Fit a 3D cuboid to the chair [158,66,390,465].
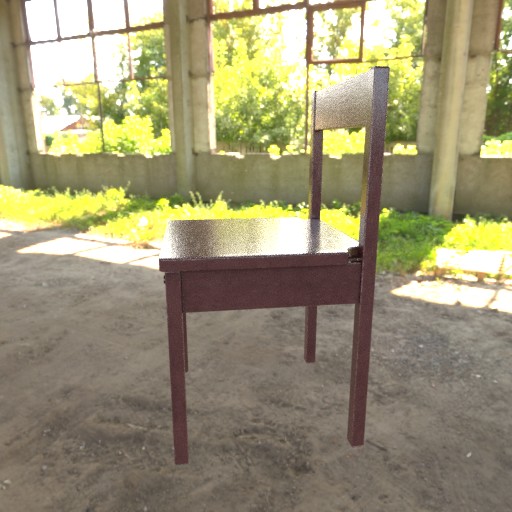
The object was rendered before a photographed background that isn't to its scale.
[{"bbox_3d":[0.000,0.000,0.896,0.361,0.668,0.367,-2,14,-8],"label":"chair"}]
